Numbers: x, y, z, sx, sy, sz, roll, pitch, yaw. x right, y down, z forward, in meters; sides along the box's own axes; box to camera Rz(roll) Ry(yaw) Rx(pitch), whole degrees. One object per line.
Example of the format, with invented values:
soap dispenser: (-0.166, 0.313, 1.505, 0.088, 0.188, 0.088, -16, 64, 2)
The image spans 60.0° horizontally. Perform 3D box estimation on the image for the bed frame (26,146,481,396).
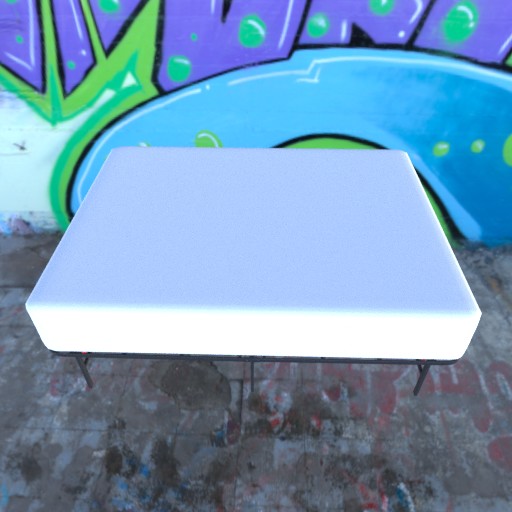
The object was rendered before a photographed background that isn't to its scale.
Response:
bed frame: (0.000, 0.000, 2.705, 2.037, 0.677, 1.528, 1, 42, 1)
